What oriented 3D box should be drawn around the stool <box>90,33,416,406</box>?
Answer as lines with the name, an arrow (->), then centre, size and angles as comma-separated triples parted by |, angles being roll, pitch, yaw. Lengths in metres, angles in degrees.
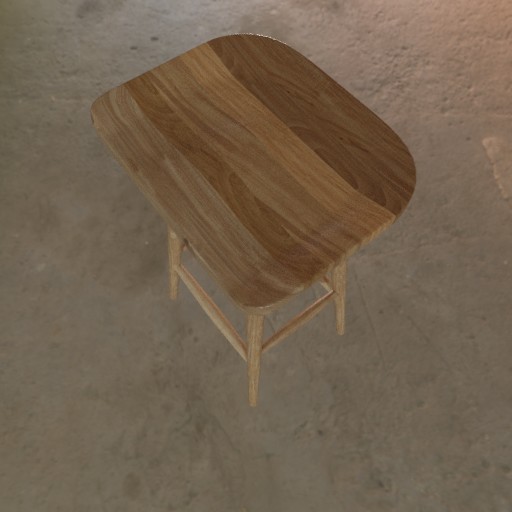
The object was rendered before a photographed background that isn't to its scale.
stool -> 0.000, 0.000, 0.911 | 0.322, 0.698, 0.407 | -35, 68, -16
